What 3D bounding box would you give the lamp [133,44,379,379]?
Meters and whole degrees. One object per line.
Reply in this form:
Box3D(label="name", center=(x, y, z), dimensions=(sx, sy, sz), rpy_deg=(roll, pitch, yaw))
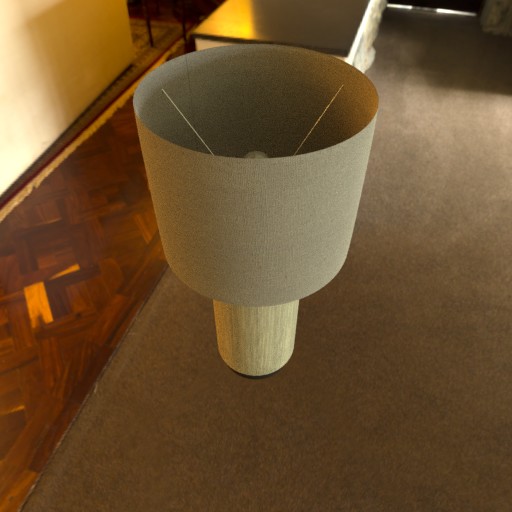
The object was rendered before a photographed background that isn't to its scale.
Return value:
Box3D(label="lamp", center=(0.000, 0.000, 0.573), dimensions=(0.228, 0.444, 0.228), rpy_deg=(-25, 51, -22))
